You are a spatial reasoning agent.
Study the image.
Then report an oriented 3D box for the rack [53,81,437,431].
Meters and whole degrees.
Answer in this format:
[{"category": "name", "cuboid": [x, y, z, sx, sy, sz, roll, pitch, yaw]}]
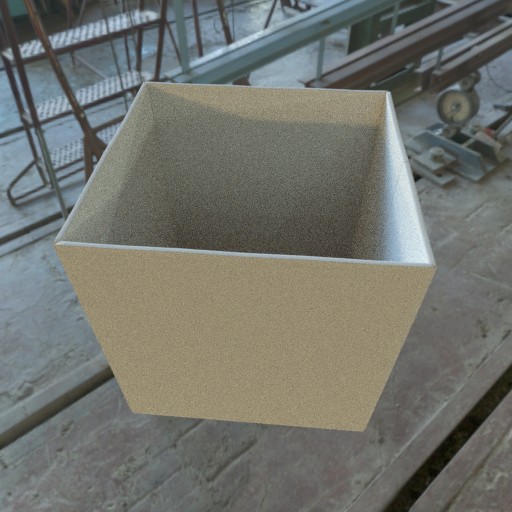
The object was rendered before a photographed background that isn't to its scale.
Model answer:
[{"category": "rack", "cuboid": [0.000, 0.000, 0.494, 0.270, 0.280, 0.270, 3, 47, 3]}]
